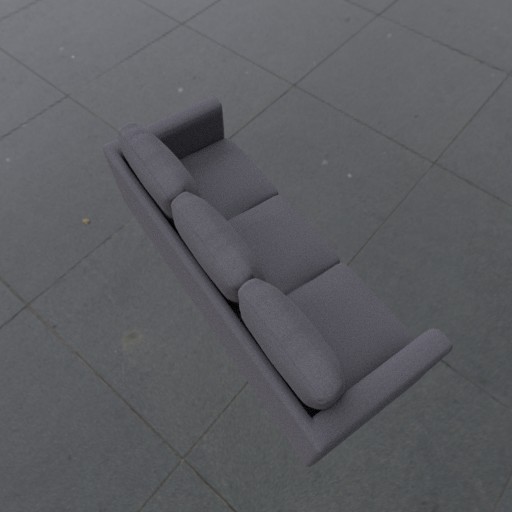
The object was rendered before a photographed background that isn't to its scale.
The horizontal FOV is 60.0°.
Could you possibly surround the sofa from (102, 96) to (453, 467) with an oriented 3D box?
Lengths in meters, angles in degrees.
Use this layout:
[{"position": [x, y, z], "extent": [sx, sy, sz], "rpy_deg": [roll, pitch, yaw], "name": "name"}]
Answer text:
[{"position": [0.000, 0.000, 2.485], "extent": [0.802, 0.912, 2.029], "rpy_deg": [-31, 64, -17], "name": "sofa"}]
